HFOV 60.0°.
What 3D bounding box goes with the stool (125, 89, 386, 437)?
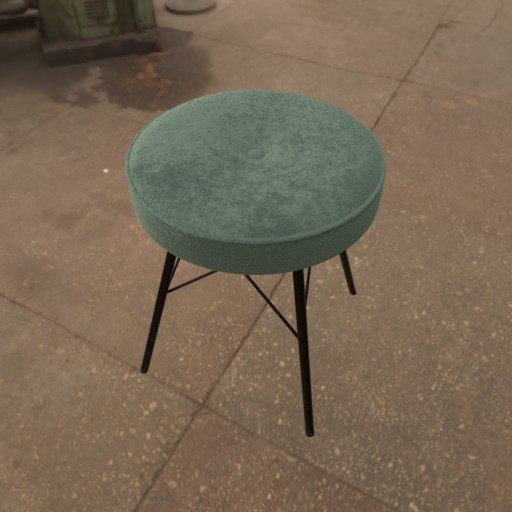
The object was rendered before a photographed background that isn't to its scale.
[{"bbox_3d":[0.000,0.000,0.878,0.457,0.519,0.458,23,51,20],"label":"stool"}]
